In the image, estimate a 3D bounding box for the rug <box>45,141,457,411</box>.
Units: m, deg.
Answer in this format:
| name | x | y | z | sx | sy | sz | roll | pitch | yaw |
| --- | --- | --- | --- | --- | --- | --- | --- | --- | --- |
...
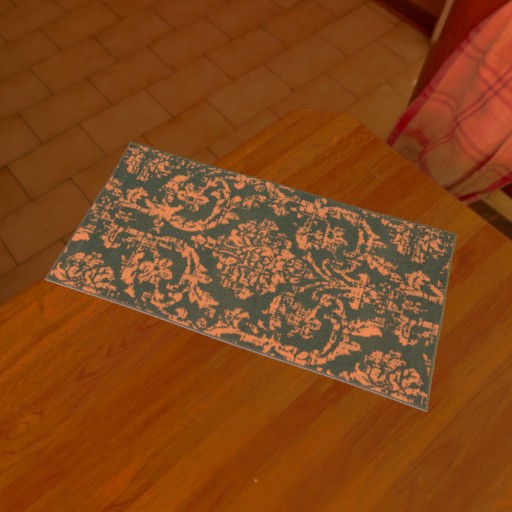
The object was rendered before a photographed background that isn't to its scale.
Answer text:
| name | x | y | z | sx | sy | sz | roll | pitch | yaw |
| --- | --- | --- | --- | --- | --- | --- | --- | --- | --- |
| rug | 0.000 | 0.000 | 1.452 | 1.219 | 0.007 | 0.604 | 17 | 64 | 9 |
